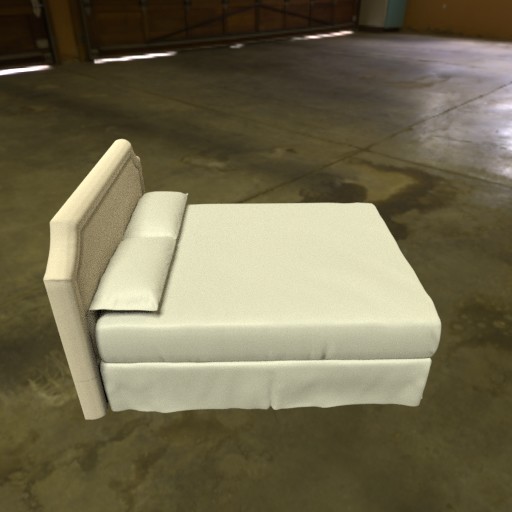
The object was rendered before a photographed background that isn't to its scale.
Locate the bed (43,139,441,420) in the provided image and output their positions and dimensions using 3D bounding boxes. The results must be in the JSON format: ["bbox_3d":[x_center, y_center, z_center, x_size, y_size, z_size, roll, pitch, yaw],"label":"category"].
[{"bbox_3d":[0.000,0.000,3.187,2.164,1.297,1.828,-1,32,-1],"label":"bed"}]
